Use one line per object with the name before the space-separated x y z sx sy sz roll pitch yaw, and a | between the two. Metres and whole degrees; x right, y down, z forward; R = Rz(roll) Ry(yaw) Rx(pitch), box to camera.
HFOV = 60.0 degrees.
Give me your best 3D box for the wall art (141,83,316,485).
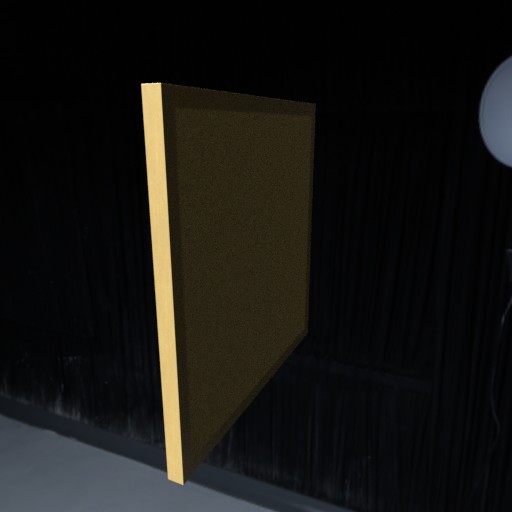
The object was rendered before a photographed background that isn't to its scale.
wall art | 0.000 0.000 2.868 0.097 1.936 1.935 8 18 24
